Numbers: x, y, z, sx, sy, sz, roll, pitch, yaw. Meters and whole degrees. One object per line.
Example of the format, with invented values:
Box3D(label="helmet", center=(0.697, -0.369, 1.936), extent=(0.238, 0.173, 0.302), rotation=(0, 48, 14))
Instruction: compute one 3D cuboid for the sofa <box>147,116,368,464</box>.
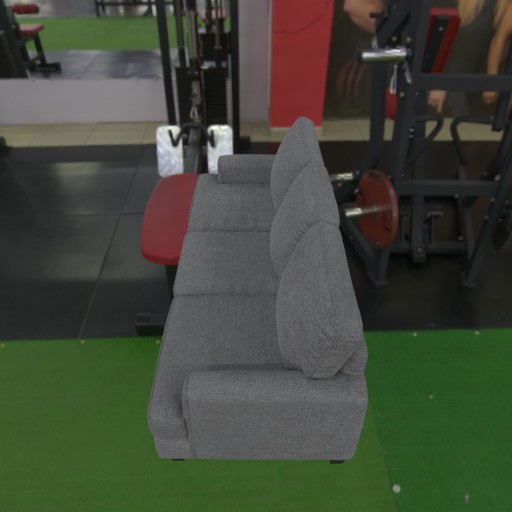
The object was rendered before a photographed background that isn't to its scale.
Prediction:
Box3D(label="sofa", center=(0.000, 0.000, 2.670), extent=(0.951, 0.965, 2.158), rotation=(0, 39, 0))
